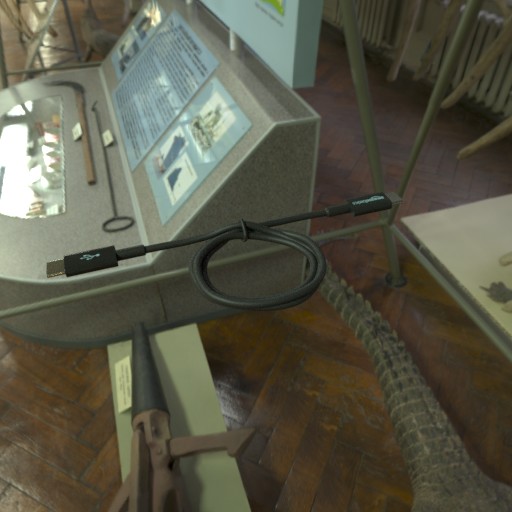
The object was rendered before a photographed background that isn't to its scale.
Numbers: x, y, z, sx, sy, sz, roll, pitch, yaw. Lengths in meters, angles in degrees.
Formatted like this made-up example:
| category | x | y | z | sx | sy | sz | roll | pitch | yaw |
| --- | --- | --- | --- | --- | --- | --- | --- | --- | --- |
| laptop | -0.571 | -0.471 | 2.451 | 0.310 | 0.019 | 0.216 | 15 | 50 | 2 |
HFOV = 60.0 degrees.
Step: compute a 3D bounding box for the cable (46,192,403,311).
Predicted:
| category | x | y | z | sx | sy | sz | roll | pitch | yaw |
| --- | --- | --- | --- | --- | --- | --- | --- | --- | --- |
| cable | 0.000 | 0.000 | 0.226 | 0.203 | 0.014 | 0.070 | -13 | 43 | -14 |
